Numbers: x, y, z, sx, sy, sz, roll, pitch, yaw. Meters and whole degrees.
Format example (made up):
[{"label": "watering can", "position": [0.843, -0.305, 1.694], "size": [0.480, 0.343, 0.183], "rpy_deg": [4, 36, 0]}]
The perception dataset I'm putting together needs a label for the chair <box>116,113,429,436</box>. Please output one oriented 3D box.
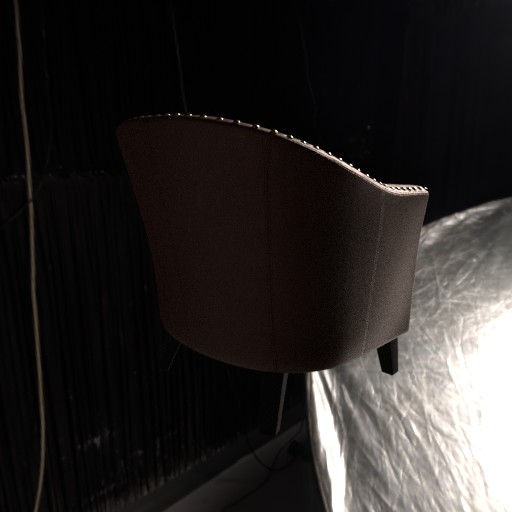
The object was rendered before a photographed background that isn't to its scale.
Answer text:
[{"label": "chair", "position": [0.000, 0.000, 1.410], "size": [0.748, 0.823, 0.794], "rpy_deg": [-13, 19, -43]}]
